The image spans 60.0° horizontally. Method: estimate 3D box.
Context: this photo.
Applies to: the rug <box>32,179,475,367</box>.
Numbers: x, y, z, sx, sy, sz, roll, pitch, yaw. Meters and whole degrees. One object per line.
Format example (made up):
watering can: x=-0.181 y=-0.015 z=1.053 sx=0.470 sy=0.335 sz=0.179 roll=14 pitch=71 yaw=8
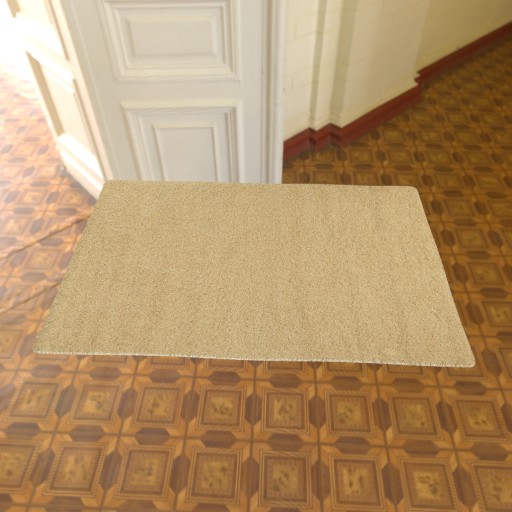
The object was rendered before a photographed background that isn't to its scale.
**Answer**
rug: x=0.000 y=0.000 z=2.847 sx=2.349 sy=0.026 sz=1.500 roll=2 pitch=47 yaw=1
